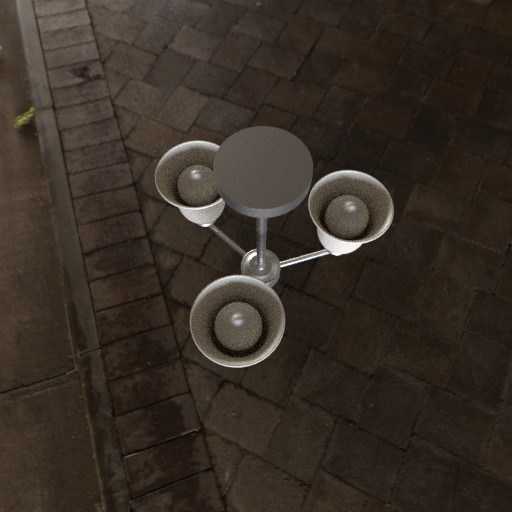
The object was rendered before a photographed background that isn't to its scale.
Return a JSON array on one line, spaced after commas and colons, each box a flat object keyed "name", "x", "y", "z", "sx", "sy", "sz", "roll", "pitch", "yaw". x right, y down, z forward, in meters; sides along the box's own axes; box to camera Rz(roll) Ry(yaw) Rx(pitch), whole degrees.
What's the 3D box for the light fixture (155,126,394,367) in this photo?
[{"name": "light fixture", "x": 0.000, "y": 0.000, "z": 0.686, "sx": 0.388, "sy": 0.370, "sz": 0.354, "roll": 12, "pitch": 66, "yaw": 6}]
